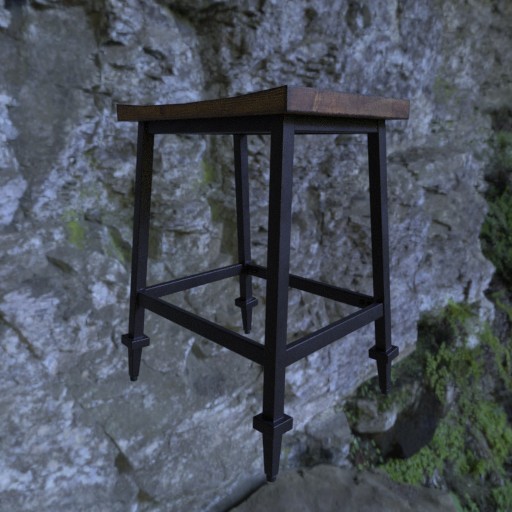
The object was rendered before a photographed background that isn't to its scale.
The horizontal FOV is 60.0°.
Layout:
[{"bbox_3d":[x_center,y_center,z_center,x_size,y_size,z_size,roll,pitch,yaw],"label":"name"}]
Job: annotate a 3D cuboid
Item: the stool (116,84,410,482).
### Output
[{"bbox_3d":[0.000,0.000,0.949,0.405,0.625,0.486,-14,20,-43],"label":"stool"}]
